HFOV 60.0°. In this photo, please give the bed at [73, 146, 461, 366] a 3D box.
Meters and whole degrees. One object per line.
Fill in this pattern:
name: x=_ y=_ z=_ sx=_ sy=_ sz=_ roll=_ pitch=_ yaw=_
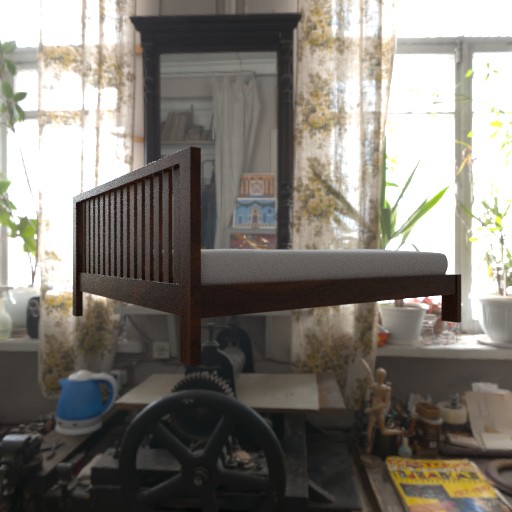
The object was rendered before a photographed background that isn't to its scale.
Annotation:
bed: x=0.000 y=0.000 z=3.158 sx=2.030 sy=0.890 sz=1.905 roll=0 pitch=0 yaw=-36
